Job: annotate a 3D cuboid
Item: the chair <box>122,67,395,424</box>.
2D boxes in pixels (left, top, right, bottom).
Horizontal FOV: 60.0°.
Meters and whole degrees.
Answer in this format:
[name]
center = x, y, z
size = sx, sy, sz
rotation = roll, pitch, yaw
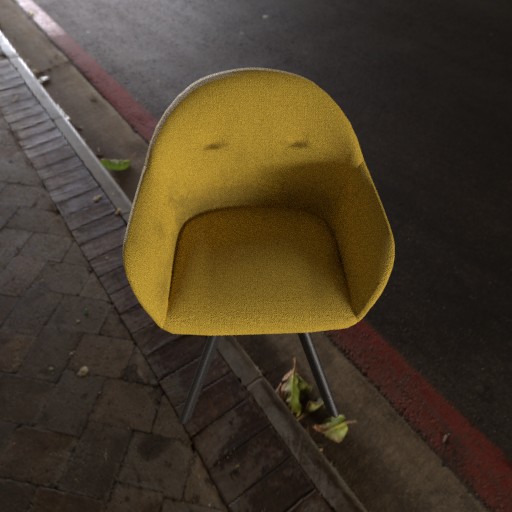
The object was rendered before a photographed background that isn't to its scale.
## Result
[chair]
center = 0.000, 0.000, 1.173
size = 0.545, 0.775, 0.565
rotation = -2, 47, -1
